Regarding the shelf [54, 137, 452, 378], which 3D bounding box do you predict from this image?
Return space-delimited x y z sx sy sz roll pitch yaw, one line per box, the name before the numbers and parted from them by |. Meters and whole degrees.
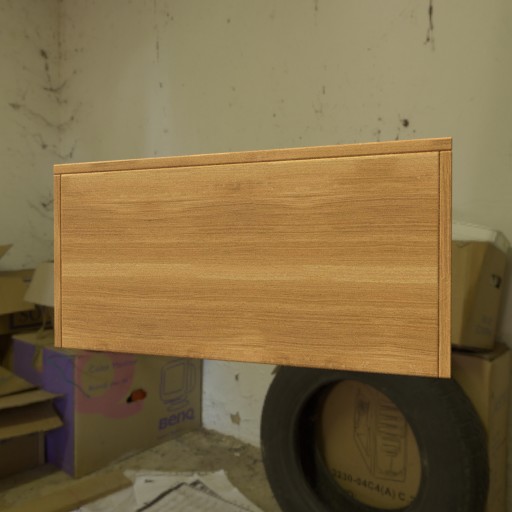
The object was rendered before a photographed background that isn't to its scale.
shelf | 0.000 0.000 1.040 0.800 0.400 0.400 0 1 17
